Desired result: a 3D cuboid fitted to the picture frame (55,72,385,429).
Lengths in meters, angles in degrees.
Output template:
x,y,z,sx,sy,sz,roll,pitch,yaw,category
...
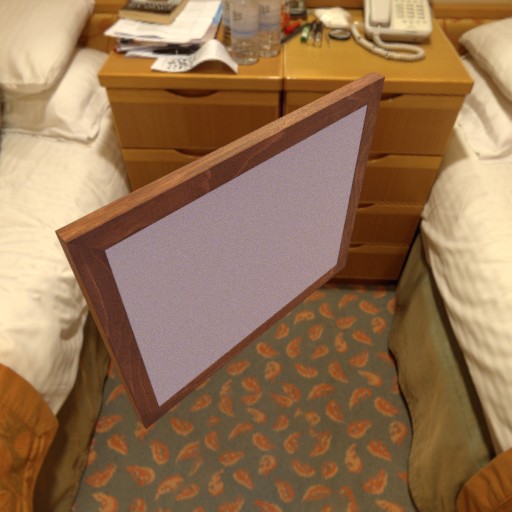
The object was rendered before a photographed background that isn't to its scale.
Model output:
x,y,z,sx,sy,sz,roll,pitch,yaw,category
0.000,0.000,0.755,0.559,0.457,0.025,-35,55,-29,picture frame
